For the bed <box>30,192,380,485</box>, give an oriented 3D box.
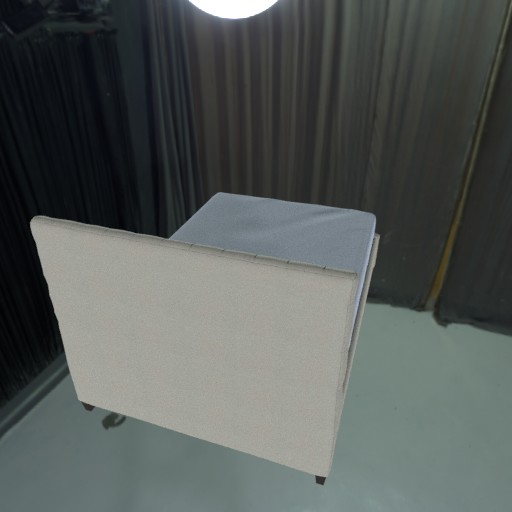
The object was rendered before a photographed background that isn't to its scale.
[{"bbox_3d":[0.000,0.000,3.347,1.698,1.427,2.387,10,32,16],"label":"bed"}]
